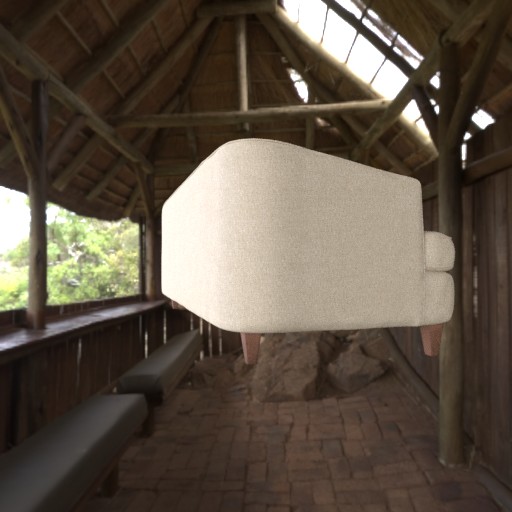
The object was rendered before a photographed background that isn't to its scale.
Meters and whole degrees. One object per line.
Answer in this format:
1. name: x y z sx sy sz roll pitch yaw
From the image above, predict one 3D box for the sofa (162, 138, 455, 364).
1. sofa: 0.000 0.000 2.601 0.913 0.788 2.235 0 -1 -18
